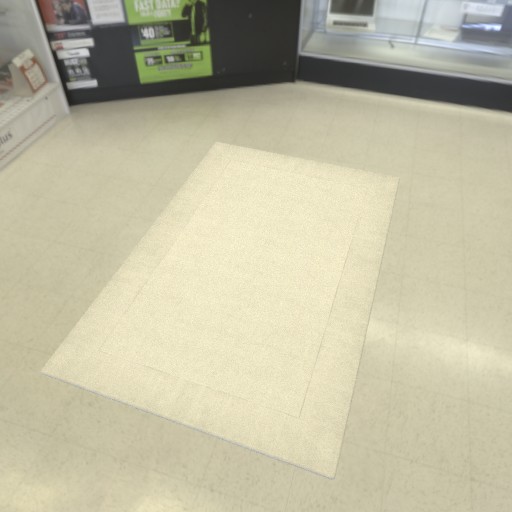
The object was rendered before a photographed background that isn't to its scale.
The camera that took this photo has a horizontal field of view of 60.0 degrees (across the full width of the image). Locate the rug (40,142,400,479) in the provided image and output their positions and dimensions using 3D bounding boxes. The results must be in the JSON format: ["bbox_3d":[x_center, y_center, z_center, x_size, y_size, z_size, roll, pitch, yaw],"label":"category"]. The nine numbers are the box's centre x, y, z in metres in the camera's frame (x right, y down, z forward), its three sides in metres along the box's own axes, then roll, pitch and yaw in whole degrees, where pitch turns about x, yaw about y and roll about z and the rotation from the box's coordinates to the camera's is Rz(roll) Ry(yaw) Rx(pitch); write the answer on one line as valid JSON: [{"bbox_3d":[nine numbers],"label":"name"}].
[{"bbox_3d":[0.000,0.000,2.256,1.219,0.013,1.829,14,48,13],"label":"rug"}]
